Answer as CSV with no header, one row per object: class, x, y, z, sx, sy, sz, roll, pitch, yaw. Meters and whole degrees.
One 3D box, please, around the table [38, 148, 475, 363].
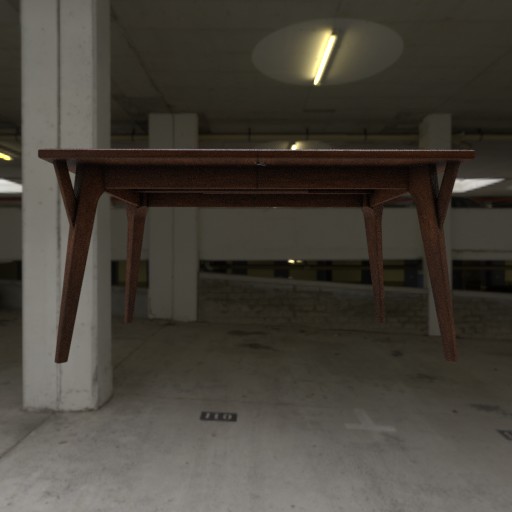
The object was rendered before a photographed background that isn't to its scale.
table,0.000,0.000,2.044,1.524,0.761,0.990,0,0,-1
